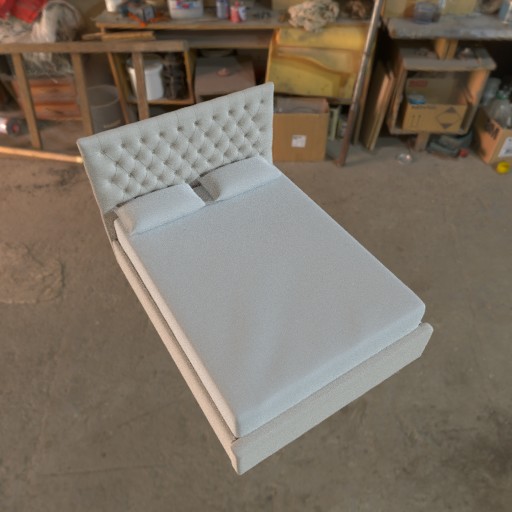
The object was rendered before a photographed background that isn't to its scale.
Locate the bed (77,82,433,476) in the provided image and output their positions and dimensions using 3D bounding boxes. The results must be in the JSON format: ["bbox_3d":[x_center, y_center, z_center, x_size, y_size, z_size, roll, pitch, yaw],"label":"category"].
[{"bbox_3d":[0.000,0.000,3.364,1.696,1.426,2.233,-25,52,-21],"label":"bed"}]
